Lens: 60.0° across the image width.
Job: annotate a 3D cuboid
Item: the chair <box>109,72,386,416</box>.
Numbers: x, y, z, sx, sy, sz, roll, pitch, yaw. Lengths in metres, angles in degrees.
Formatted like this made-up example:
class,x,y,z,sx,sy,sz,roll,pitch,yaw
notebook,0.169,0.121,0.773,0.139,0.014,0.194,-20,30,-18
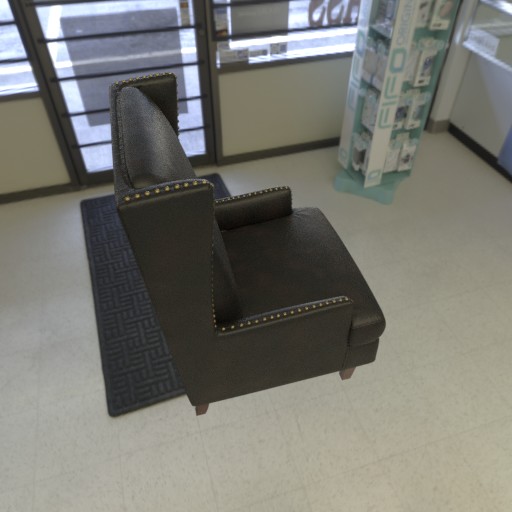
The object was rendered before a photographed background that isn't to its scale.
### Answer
class,x,y,z,sx,sy,sz,roll,pitch,yaw
chair,0.000,0.000,1.628,0.799,1.142,0.703,-10,45,-11
